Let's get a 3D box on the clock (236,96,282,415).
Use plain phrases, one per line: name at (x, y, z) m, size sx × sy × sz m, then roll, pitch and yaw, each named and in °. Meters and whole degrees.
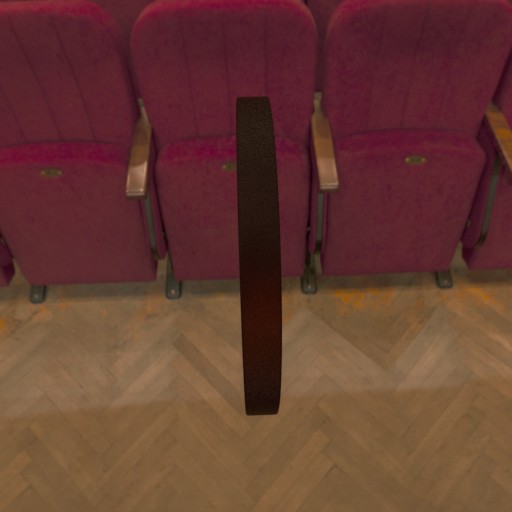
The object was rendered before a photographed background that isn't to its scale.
clock at (0.000, 0.000, 0.463) m, size 0.029 × 0.314 × 0.314 m, roll -2°, pitch 59°, yaw -1°
